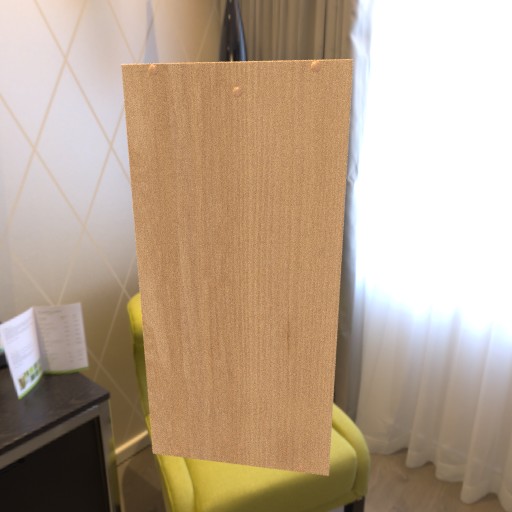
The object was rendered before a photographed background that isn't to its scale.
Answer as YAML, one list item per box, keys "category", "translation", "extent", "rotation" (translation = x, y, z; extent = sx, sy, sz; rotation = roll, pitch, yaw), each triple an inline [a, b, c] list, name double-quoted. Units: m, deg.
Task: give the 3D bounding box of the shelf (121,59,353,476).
- category: "shelf"
  translation: [0.000, 0.000, 0.793]
  extent: [0.290, 0.600, 0.350]
  rotation: [3, 17, 9]
